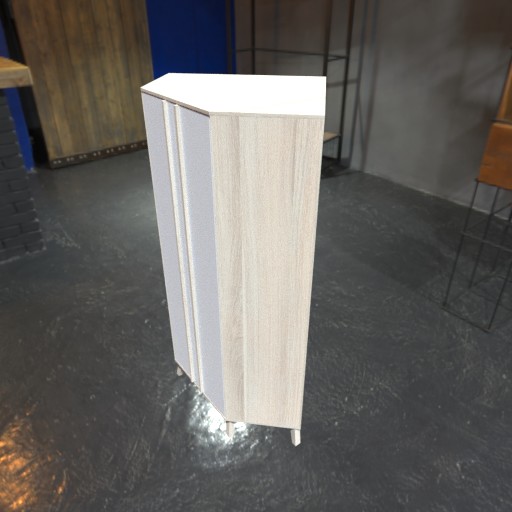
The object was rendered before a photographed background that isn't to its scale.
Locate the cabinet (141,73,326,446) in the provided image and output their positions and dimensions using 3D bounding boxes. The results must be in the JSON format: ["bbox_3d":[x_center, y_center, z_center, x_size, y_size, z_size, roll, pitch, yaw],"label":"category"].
[{"bbox_3d":[0.000,0.000,2.699,0.969,1.957,1.272,-21,37,-31],"label":"cabinet"}]
